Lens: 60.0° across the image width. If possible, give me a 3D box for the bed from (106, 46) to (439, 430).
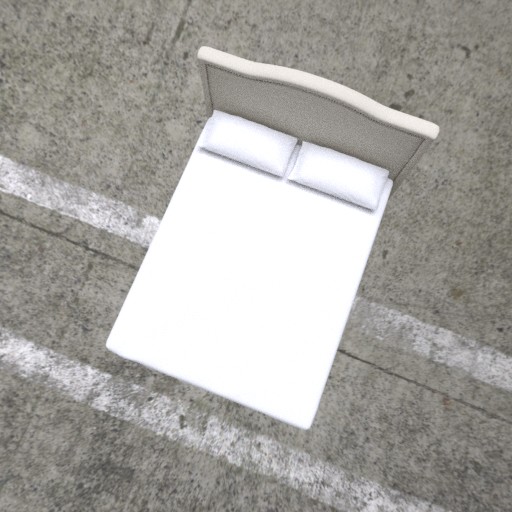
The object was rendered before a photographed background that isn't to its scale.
[{"bbox_3d":[0.000,0.000,3.301,1.741,1.449,2.196,21,78,5],"label":"bed"}]
